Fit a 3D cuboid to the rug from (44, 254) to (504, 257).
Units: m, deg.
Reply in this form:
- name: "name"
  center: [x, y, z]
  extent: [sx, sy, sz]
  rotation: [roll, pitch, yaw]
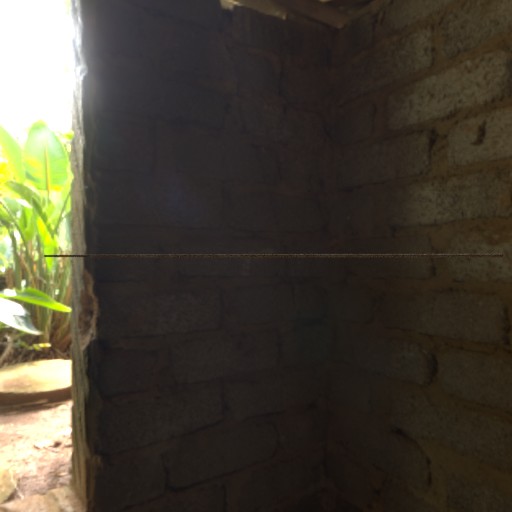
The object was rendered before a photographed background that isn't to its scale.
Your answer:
- name: "rug"
  center: [0.000, 0.000, 2.430]
  extent: [2.289, 0.013, 0.691]
  rotation: [0, 0, 20]
